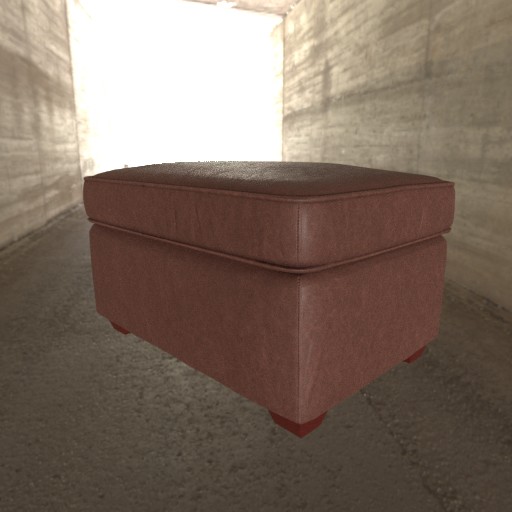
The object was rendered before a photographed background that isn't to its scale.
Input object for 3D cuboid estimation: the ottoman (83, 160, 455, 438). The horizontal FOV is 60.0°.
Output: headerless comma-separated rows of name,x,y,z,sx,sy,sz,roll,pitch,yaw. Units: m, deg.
ottoman,0.000,0.000,1.073,0.548,0.449,0.749,-13,19,-43
